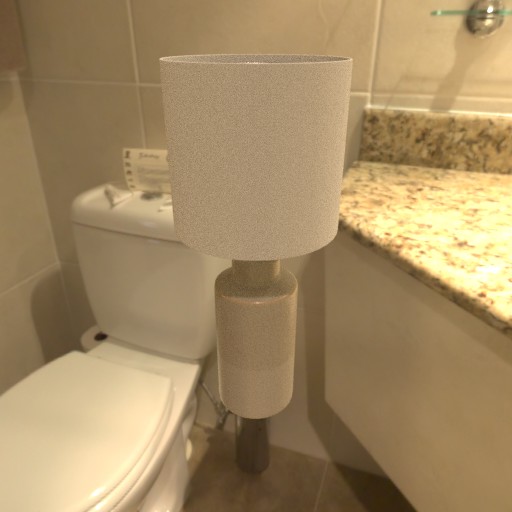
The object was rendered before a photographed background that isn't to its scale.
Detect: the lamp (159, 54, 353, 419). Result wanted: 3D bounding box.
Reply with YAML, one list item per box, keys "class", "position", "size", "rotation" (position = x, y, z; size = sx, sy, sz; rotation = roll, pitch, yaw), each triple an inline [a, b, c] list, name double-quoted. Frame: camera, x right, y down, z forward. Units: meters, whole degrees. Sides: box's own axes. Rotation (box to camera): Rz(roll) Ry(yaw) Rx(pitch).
- class: "lamp"
  position: [0.000, 0.000, 0.603]
  size: [0.212, 0.493, 0.212]
  rotation: [-8, 28, -15]
